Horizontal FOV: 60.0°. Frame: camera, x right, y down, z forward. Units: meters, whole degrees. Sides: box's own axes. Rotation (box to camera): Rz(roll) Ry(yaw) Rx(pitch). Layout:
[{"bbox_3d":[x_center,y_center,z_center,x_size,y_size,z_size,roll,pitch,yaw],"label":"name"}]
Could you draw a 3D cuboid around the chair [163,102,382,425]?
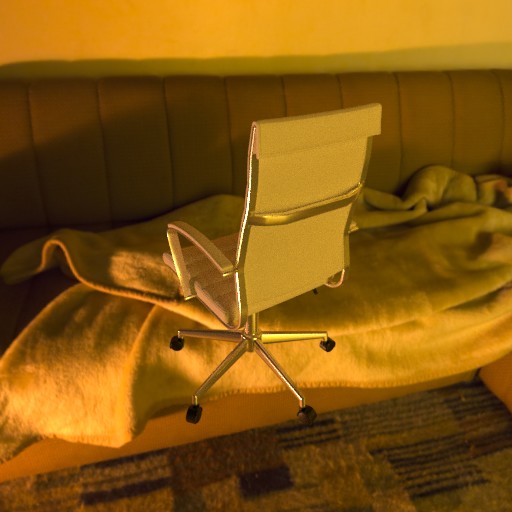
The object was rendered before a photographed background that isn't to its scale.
[{"bbox_3d":[0.000,0.000,1.663,0.766,1.149,0.739,-19,34,-30],"label":"chair"}]
